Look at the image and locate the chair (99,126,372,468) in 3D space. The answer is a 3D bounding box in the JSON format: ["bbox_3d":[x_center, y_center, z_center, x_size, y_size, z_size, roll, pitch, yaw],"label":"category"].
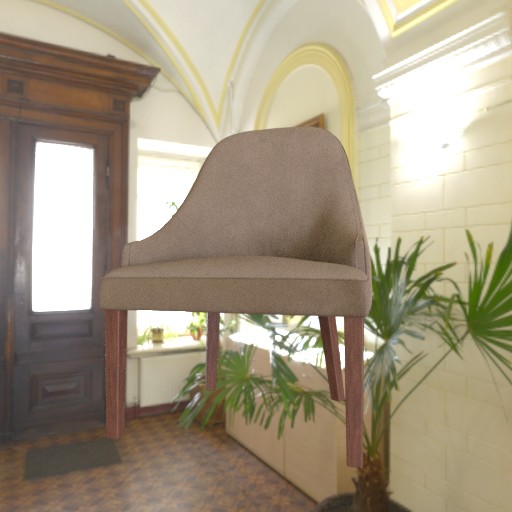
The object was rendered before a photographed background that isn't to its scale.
[{"bbox_3d":[0.000,0.000,1.261,0.643,0.889,0.575,0,-1,16],"label":"chair"}]
